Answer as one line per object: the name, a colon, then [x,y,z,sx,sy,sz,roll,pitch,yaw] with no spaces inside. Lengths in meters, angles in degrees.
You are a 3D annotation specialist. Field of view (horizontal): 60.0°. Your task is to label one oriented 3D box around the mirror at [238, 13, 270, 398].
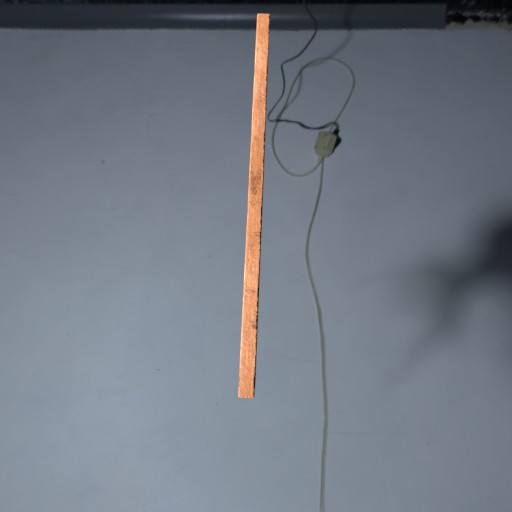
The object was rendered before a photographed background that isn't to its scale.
mirror: [0.000,0.000,1.387,0.028,1.099,0.796,2,75,1]
